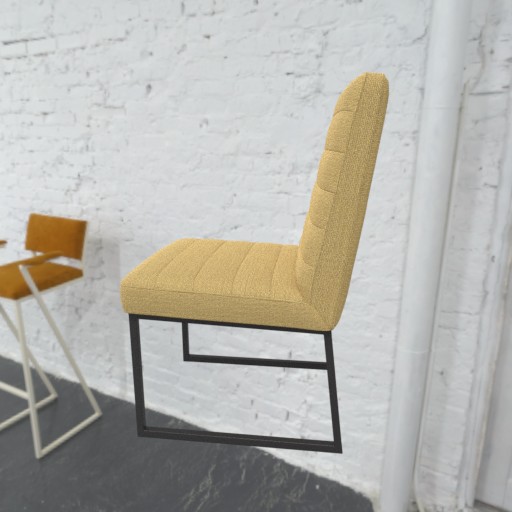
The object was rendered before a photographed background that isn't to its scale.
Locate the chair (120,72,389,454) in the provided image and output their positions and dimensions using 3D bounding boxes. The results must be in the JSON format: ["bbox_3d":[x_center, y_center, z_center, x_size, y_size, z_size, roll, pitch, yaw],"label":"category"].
[{"bbox_3d":[0.000,0.000,1.292,0.634,0.930,0.520,2,14,7],"label":"chair"}]
